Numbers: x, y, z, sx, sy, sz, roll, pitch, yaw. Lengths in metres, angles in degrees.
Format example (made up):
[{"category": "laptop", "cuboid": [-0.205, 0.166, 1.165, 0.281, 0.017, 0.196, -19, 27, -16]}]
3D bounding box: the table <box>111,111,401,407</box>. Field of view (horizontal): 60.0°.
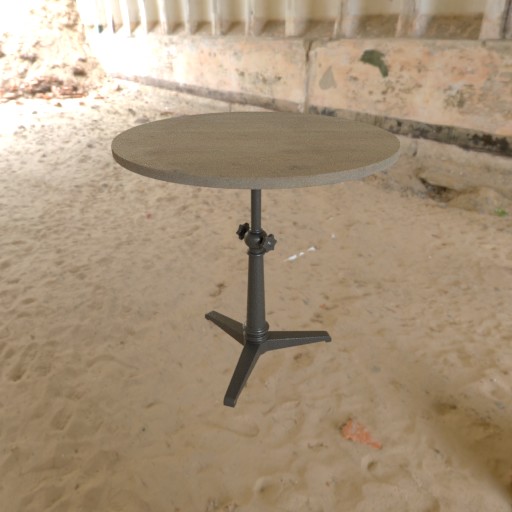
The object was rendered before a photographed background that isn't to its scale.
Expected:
[{"category": "table", "cuboid": [0.000, 0.000, 1.452, 0.800, 0.780, 0.800, 0, 27, 0]}]
